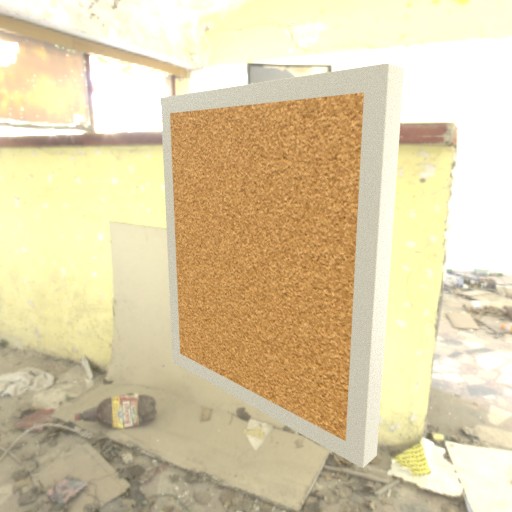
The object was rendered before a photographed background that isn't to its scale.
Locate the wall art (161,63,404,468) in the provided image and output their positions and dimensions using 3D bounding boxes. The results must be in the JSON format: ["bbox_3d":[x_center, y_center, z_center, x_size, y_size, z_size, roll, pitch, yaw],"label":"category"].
[{"bbox_3d":[0.000,0.000,0.525,0.331,0.381,0.028,13,18,43],"label":"wall art"}]
